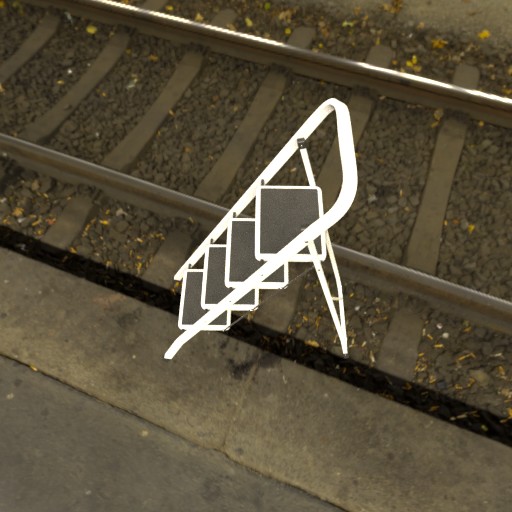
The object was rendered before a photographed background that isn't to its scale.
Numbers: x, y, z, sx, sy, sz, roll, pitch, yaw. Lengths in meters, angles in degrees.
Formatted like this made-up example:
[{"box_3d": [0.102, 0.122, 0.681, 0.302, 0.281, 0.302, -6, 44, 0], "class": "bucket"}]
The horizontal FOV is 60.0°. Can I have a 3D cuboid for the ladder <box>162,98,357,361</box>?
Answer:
[{"box_3d": [0.000, 0.000, 1.737, 0.914, 1.265, 0.460, 1, 59, 0], "class": "ladder"}]
